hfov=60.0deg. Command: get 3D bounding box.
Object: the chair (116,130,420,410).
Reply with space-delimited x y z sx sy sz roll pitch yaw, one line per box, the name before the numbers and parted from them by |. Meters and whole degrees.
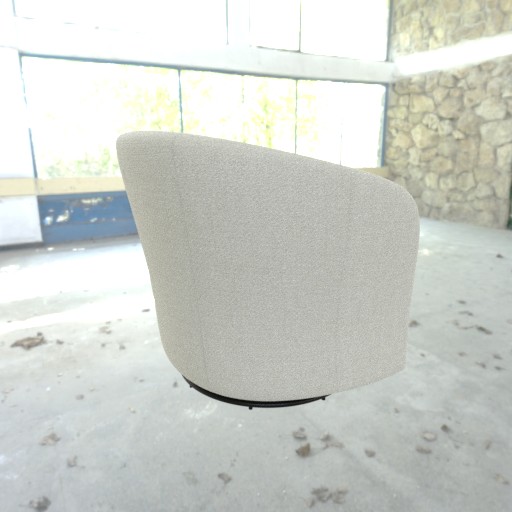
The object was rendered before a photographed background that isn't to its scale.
chair | 0.000 0.000 1.438 0.815 0.771 0.791 -7 16 -27
